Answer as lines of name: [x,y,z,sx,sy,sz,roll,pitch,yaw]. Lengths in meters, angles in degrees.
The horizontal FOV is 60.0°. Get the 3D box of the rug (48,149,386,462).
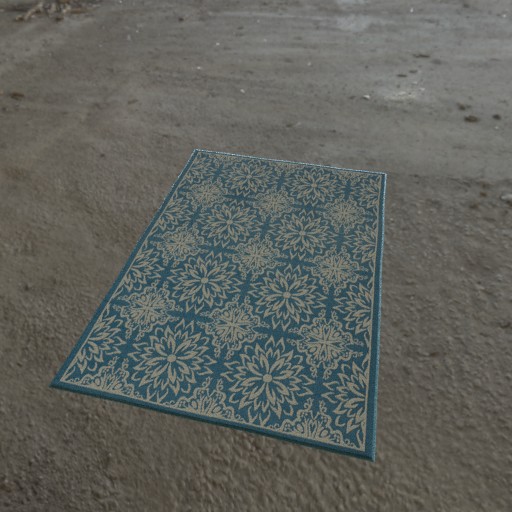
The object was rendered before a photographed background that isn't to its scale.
rug: [0.000,0.000,2.780,1.554,0.012,2.205,9,46,9]
